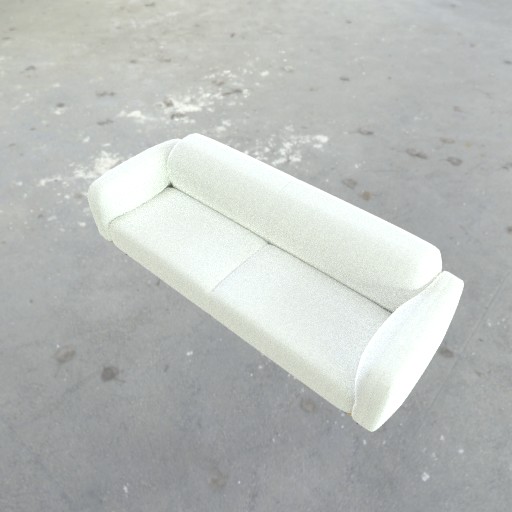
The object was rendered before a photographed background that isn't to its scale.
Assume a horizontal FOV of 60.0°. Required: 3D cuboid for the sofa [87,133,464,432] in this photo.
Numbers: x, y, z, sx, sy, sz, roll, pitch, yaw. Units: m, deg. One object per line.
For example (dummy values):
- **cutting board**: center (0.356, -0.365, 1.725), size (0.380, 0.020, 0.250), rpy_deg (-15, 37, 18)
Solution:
- **sofa**: center (0.000, 0.000, 2.729), size (2.280, 0.780, 0.870), rpy_deg (31, 53, 27)
